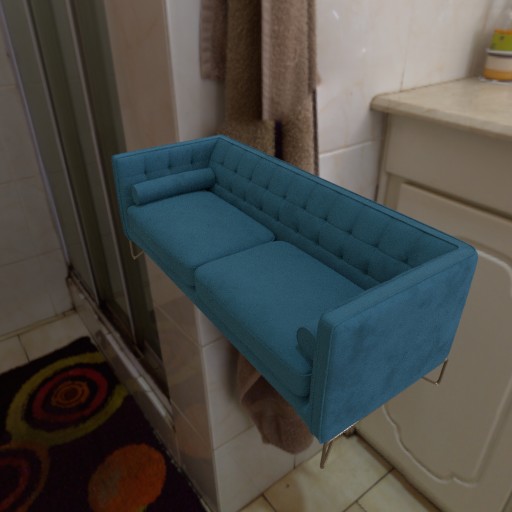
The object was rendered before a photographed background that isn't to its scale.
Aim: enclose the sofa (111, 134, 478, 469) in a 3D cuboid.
[{"bbox_3d":[0.000,0.000,2.518,0.867,0.789,2.087,-20,36,-29],"label":"sofa"}]
